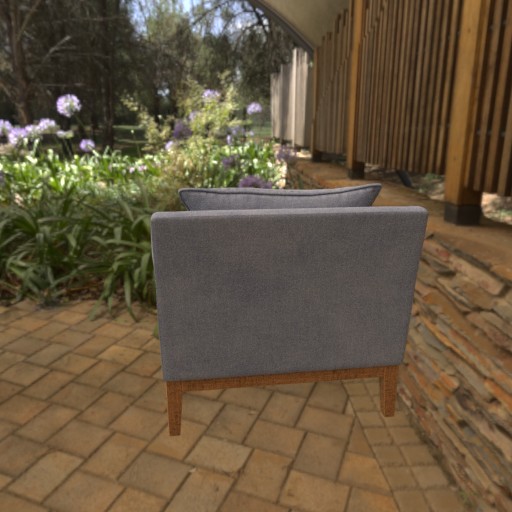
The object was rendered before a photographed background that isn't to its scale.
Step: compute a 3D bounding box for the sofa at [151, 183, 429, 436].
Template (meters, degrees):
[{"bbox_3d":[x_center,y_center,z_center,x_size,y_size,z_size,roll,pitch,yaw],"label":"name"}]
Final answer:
[{"bbox_3d":[0.000,0.000,2.306,0.904,0.883,1.779,-2,15,-8],"label":"sofa"}]
